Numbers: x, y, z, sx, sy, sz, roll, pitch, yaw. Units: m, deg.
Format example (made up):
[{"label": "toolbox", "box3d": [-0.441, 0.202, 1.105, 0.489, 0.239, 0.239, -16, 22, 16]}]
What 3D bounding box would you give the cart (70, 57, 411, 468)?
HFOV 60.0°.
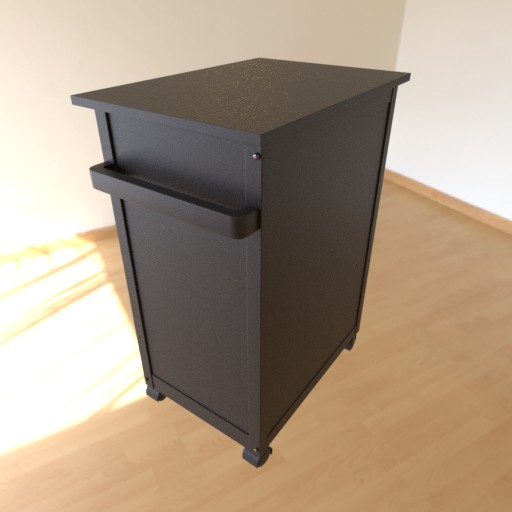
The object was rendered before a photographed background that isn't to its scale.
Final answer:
[{"label": "cart", "box3d": [0.000, 0.000, 1.193, 0.456, 0.879, 0.660, 21, 37, 30]}]
